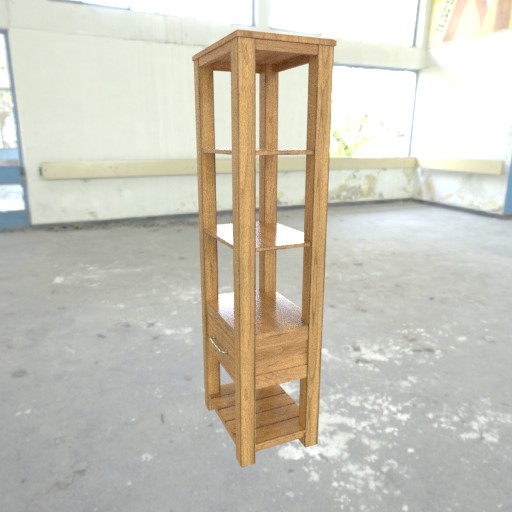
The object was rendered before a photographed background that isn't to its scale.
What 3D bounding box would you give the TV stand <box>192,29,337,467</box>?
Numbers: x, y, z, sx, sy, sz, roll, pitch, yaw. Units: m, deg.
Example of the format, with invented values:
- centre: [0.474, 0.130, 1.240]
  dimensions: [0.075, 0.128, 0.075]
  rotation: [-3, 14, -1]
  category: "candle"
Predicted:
- centre: [0.000, 0.000, 2.117]
  dimensions: [0.435, 1.828, 0.565]
  rotation: [-6, 16, -23]
  category: "TV stand"
